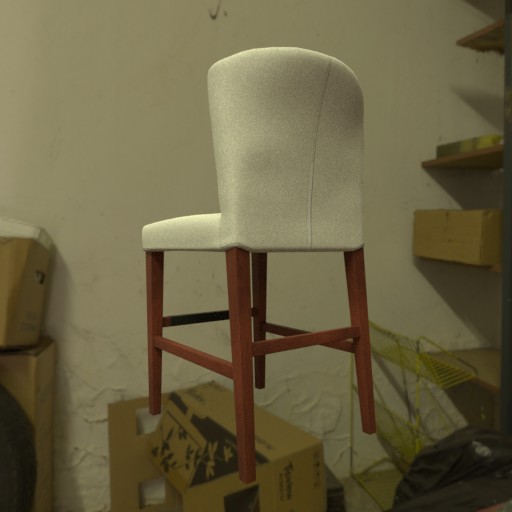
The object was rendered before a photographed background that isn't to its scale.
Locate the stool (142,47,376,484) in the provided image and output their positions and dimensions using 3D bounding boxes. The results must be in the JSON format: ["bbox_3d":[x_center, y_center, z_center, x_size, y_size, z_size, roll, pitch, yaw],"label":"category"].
[{"bbox_3d":[0.000,0.000,1.277,0.479,0.968,0.568,-1,1,-37],"label":"stool"}]
